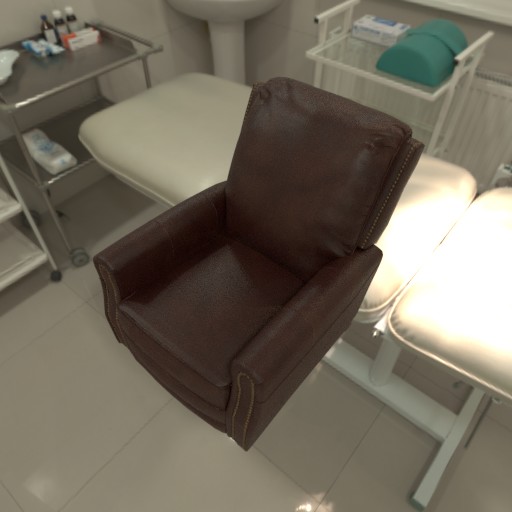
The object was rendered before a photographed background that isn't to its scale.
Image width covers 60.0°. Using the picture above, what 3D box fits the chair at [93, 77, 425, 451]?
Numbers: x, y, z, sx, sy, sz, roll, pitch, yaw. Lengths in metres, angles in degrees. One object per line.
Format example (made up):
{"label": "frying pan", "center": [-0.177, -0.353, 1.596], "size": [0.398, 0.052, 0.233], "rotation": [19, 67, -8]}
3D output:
{"label": "chair", "center": [0.000, 0.000, 1.789], "size": [0.826, 1.022, 1.089], "rotation": [32, 55, 26]}
